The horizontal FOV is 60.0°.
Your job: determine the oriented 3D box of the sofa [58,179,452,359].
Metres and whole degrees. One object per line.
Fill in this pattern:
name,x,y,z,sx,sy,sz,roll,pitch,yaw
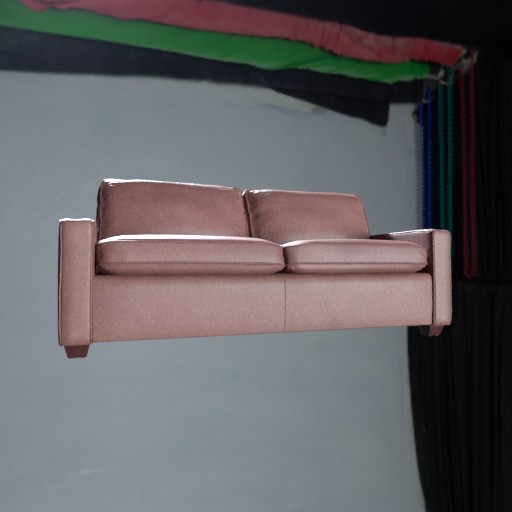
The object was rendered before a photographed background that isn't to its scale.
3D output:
sofa,0.000,0.000,2.605,2.080,0.919,0.940,0,-1,-18
